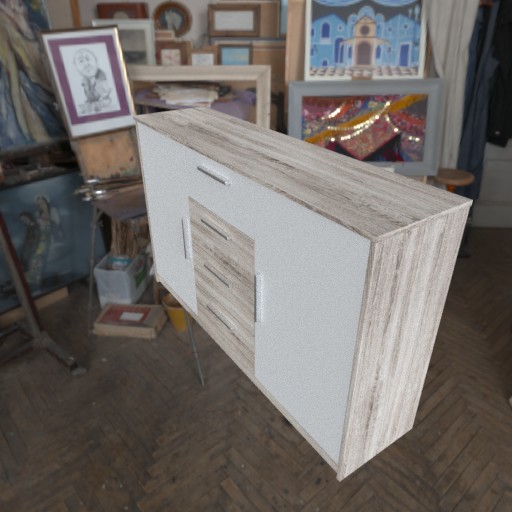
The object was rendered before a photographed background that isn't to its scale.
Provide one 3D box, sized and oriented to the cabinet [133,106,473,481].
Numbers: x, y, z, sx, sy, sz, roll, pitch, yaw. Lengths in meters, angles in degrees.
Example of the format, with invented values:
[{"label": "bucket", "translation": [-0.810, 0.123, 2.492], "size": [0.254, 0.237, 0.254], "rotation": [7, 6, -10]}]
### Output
[{"label": "cabinet", "translation": [0.000, 0.000, 1.810], "size": [0.380, 0.900, 1.450], "rotation": [-19, 35, -30]}]
